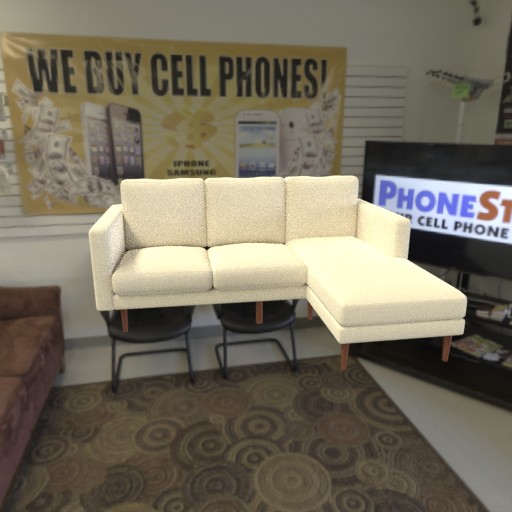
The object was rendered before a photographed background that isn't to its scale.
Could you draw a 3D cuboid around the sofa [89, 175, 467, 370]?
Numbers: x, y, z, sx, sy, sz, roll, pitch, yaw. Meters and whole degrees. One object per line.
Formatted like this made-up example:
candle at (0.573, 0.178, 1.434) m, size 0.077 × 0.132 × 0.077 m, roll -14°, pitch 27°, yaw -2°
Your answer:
sofa at (0.000, 0.000, 2.903) m, size 2.029 × 0.899 × 1.580 m, roll -2°, pitch 16°, yaw -9°
